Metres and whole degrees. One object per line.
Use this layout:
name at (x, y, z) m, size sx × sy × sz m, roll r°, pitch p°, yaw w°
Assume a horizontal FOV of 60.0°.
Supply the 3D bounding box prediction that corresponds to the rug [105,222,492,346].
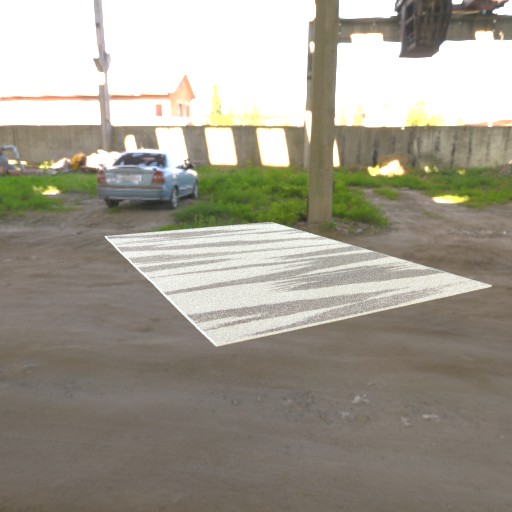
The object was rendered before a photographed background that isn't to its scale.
rug at (0.000, 0.000, 2.316) m, size 1.225 × 0.008 × 1.827 m, roll -7°, pitch 15°, yaw -27°
